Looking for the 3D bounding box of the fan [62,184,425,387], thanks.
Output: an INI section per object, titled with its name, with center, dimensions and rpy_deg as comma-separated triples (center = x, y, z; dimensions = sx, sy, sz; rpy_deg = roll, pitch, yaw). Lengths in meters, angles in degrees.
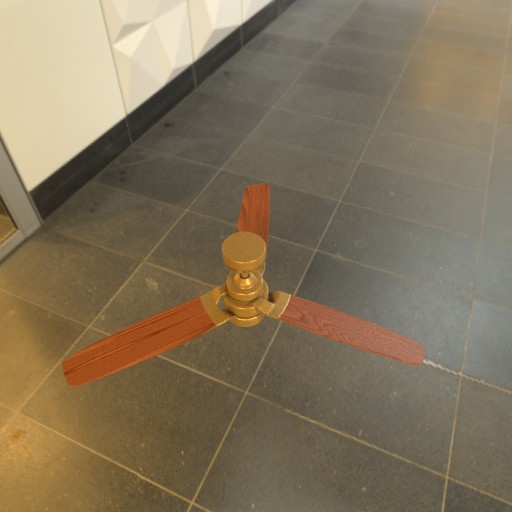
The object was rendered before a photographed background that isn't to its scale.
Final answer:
[fan]
center = 0.000, 0.000, 1.997
dimensions = 1.416, 0.425, 1.271
rpy_deg = 3, 47, 3
